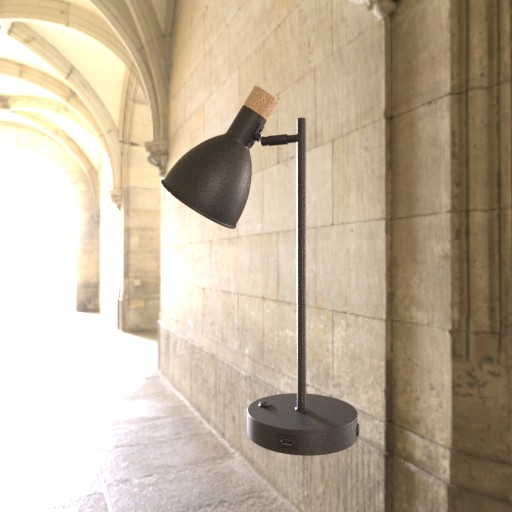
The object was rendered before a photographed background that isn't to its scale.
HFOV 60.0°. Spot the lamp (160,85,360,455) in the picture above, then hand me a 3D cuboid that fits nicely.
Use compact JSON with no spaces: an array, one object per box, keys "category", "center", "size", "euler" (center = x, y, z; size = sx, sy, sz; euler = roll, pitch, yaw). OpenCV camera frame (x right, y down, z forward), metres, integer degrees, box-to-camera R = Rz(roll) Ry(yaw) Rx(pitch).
[{"category":"lamp","center":[0.000,0.000,0.631],"size":[0.287,0.483,0.152],"euler":[0,-1,19]}]
